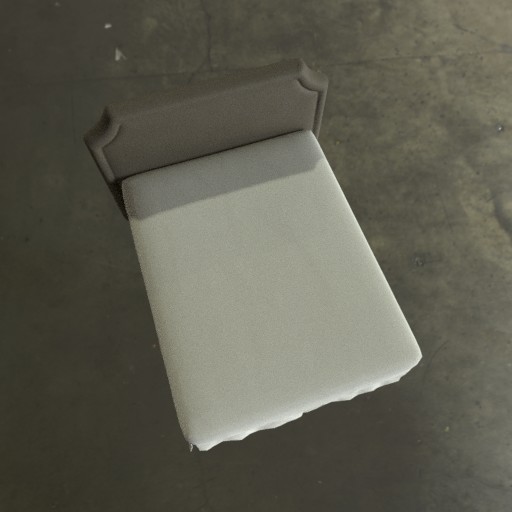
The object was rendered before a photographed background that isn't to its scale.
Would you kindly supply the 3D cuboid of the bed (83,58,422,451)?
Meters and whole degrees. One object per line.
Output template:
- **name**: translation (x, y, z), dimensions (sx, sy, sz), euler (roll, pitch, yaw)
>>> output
- **bed**: translation (0.000, 0.000, 3.153), dimensions (1.831, 1.297, 2.181), euler (-17, 66, -8)
